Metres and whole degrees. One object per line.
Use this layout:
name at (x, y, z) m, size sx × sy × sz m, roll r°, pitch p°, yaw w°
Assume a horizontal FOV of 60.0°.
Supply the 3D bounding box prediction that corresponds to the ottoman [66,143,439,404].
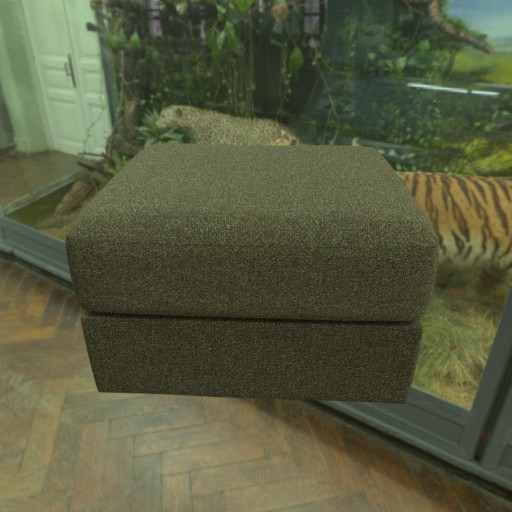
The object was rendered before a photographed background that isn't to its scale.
ottoman at (0.000, 0.000, 1.148) m, size 0.742 × 0.476 × 0.598 m, roll 1°, pitch 29°, yaw 2°
